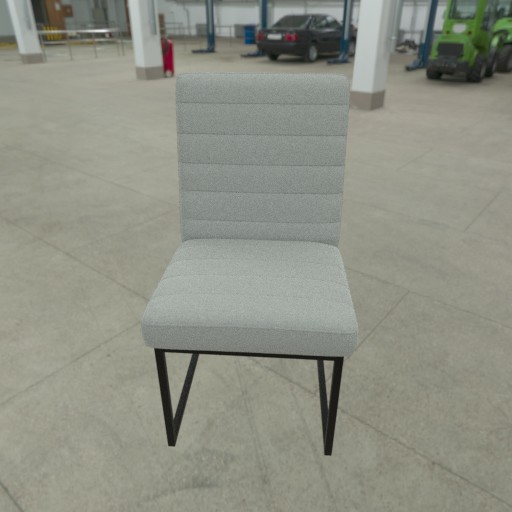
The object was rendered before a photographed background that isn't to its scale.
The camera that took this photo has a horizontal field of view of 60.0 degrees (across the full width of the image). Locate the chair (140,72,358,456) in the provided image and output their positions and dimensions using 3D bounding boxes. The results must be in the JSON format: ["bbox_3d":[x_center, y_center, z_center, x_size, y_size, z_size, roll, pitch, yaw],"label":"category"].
[{"bbox_3d":[0.000,0.000,1.286,0.520,0.930,0.634,2,29,3],"label":"chair"}]
